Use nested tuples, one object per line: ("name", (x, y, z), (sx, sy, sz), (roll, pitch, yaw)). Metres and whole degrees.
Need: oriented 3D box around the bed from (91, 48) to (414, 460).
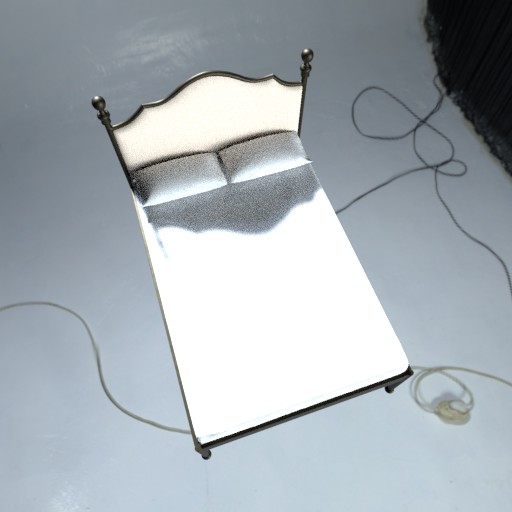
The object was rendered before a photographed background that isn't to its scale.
("bed", (0.000, 0.000, 3.106), (1.533, 1.462, 2.170), (-16, 63, -9))
